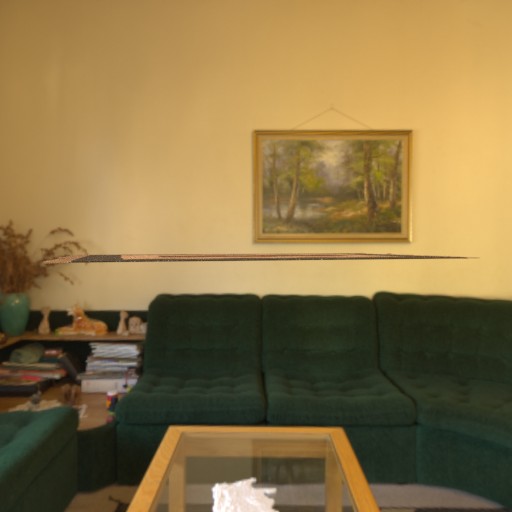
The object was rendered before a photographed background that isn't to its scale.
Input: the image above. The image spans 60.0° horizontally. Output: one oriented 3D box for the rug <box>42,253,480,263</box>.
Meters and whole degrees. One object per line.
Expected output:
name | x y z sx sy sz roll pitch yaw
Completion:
rug | 0.000 0.000 1.900 1.541 0.013 0.920 0 1 -17
